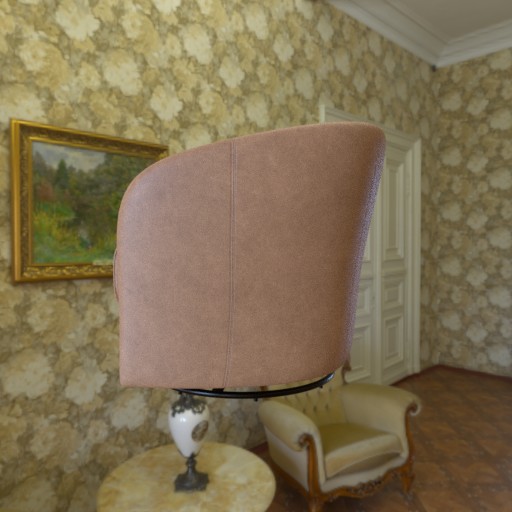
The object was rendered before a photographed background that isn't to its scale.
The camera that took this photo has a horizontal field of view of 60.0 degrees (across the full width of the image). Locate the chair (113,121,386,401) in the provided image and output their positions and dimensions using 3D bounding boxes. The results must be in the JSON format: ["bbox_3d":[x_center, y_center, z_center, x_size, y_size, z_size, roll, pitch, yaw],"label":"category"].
[{"bbox_3d":[0.000,0.000,1.473,0.815,0.771,0.791,0,1,0],"label":"chair"}]
